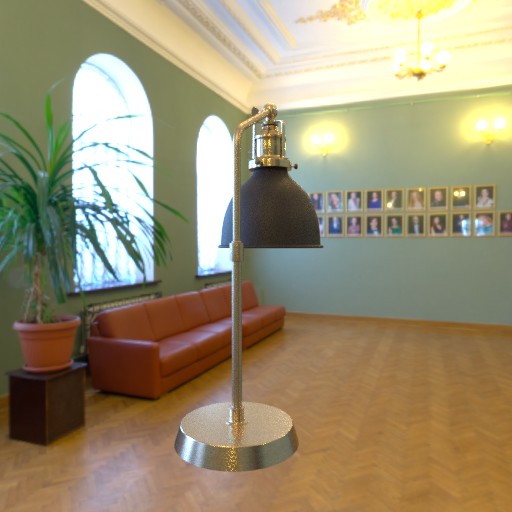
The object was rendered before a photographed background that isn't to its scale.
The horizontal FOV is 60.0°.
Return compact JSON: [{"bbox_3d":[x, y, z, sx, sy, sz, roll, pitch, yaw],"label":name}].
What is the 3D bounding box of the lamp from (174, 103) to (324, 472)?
[{"bbox_3d":[0.000,0.000,0.611,0.160,0.456,0.291,1,1,20],"label":"lamp"}]
